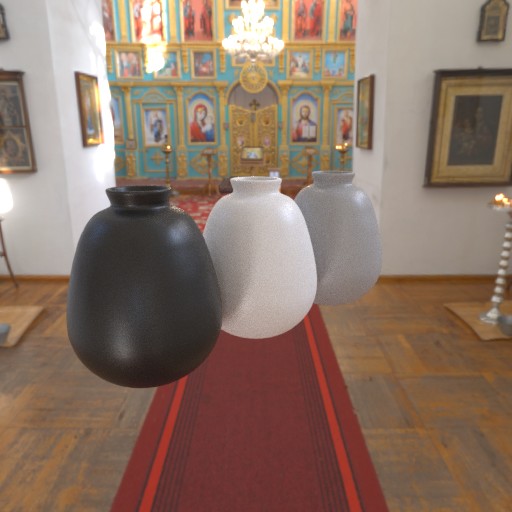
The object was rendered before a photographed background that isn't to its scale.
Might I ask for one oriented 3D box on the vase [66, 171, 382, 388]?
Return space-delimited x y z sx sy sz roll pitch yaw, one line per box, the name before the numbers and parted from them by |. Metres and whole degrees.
vase | 0.000 0.000 0.352 0.097 0.122 0.297 14 20 43
